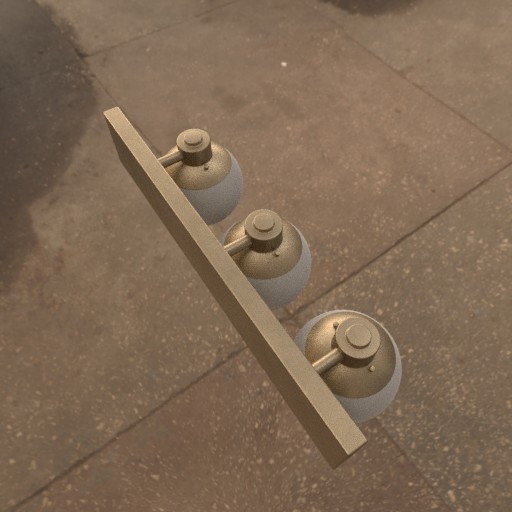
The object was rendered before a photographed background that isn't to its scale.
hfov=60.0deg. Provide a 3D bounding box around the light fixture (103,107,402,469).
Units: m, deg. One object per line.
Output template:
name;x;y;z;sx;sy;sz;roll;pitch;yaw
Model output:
light fixture;0.000;0.000;0.822;0.218;0.263;0.721;-29;62;-17
